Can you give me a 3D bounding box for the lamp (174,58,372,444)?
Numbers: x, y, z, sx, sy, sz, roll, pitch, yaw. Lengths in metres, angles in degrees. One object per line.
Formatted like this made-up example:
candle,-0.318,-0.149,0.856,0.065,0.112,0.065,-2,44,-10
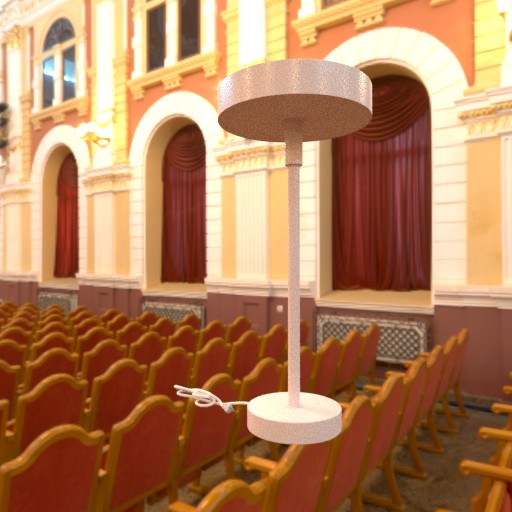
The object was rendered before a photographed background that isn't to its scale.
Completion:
lamp,0.000,0.000,0.707,0.369,0.508,0.229,-1,-1,36
